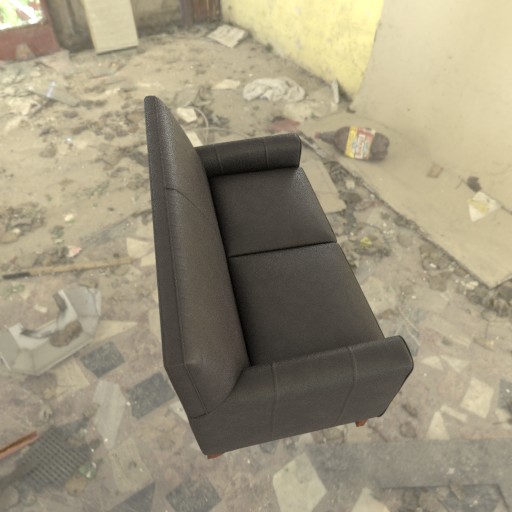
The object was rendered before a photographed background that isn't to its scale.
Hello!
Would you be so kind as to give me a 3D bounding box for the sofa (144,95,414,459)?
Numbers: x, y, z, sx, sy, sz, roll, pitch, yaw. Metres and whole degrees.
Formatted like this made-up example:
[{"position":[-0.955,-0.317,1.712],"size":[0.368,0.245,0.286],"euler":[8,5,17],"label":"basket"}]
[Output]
[{"position":[0.000,0.000,1.975],"size":[0.787,0.871,1.473],"euler":[-9,47,-8],"label":"sofa"}]
